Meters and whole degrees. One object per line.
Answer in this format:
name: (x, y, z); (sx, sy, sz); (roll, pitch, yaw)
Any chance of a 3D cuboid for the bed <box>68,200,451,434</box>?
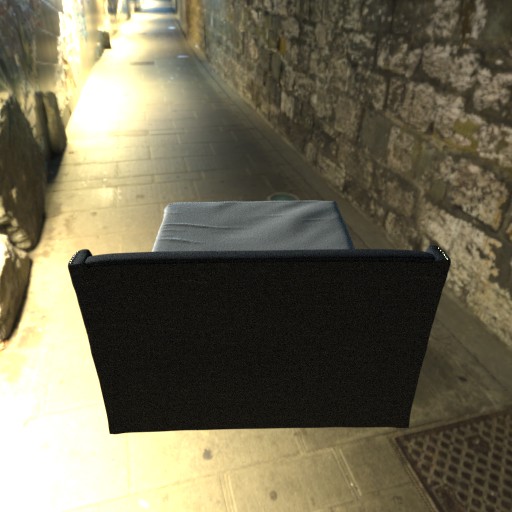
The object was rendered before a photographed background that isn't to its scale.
bed: (0.000, 0.000, 3.468); (1.925, 1.332, 2.276); (-1, 31, -1)
